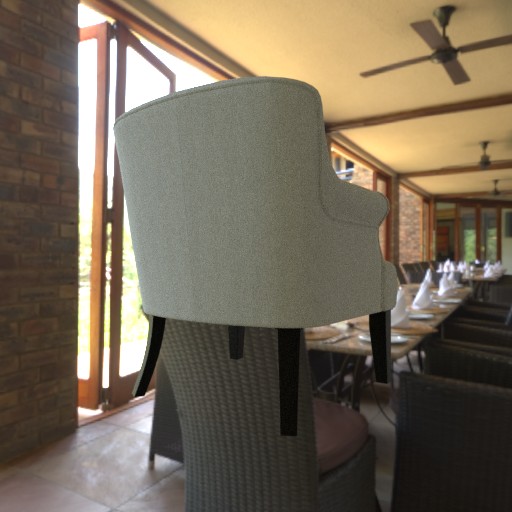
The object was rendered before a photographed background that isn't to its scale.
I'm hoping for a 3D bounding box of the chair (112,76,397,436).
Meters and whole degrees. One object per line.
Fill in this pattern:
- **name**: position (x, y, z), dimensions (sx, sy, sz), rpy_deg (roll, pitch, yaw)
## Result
- **chair**: position (0.000, 0.000, 1.458), dimensions (0.781, 0.875, 0.750), rpy_deg (0, 0, 34)
